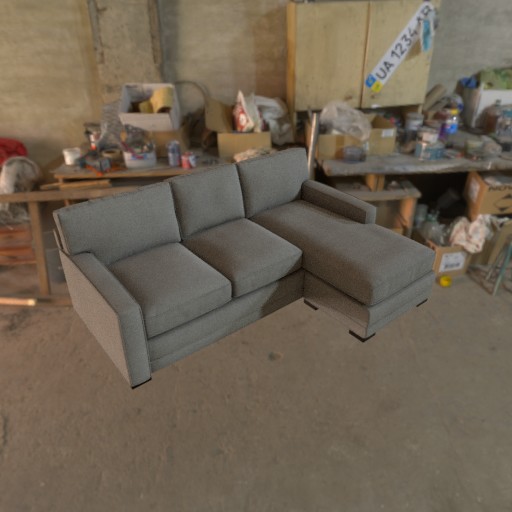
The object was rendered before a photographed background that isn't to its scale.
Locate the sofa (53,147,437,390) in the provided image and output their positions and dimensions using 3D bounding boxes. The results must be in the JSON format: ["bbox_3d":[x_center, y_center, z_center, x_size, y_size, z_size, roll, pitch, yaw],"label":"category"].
[{"bbox_3d":[0.000,0.000,2.963,2.087,0.861,1.496,-23,38,-33],"label":"sofa"}]
